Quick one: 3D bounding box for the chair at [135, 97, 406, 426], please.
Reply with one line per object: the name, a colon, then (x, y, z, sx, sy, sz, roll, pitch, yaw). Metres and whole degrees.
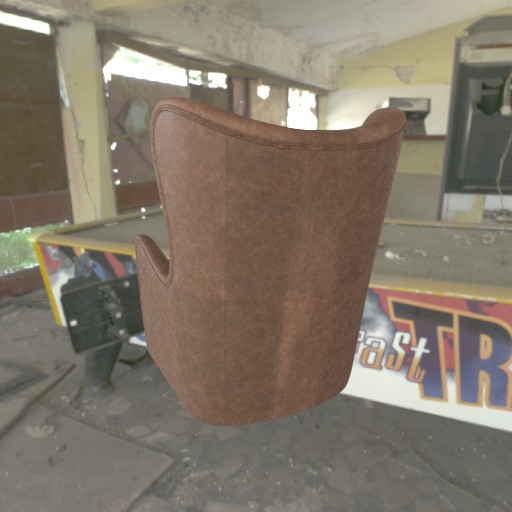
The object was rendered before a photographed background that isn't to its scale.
chair: (0.000, 0.000, 1.706, 0.831, 1.079, 0.930, -7, 16, -26)
